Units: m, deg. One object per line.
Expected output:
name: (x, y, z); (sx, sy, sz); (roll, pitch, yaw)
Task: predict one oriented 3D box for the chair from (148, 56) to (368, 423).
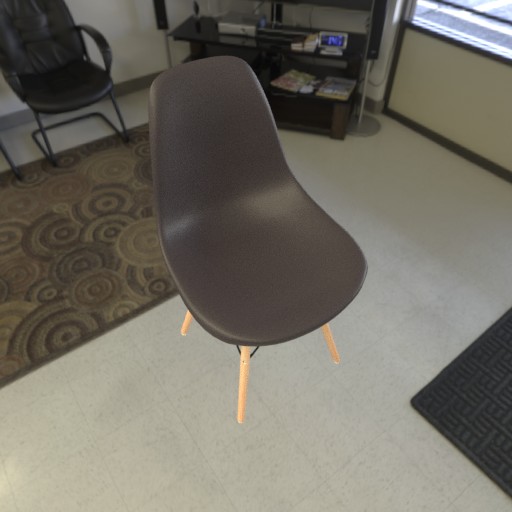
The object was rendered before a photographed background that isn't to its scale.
chair: (0.000, 0.000, 1.158); (0.470, 0.825, 0.533); (-25, 51, -22)
